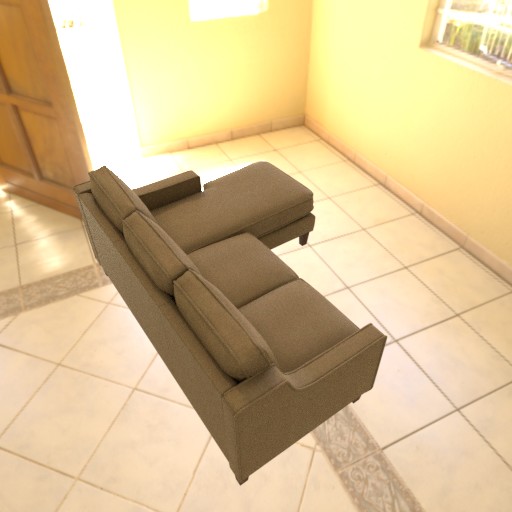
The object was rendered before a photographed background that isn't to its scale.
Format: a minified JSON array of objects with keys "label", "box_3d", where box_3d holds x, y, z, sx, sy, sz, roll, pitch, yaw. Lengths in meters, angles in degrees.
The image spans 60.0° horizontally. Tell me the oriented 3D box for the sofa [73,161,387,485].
[{"label":"sofa","box_3d":[0.000,0.000,3.294,1.858,1.081,2.317,-25,47,-26]}]
